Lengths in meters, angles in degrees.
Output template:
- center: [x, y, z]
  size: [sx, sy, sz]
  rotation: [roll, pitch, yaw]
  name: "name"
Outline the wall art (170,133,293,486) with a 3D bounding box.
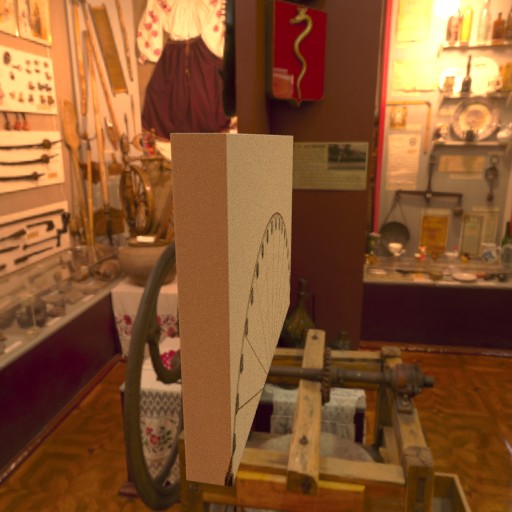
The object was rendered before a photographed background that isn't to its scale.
- center: [0.000, 0.000, 0.483]
  size: [0.039, 0.254, 0.384]
  rotation: [3, 15, 11]
  name: "wall art"
